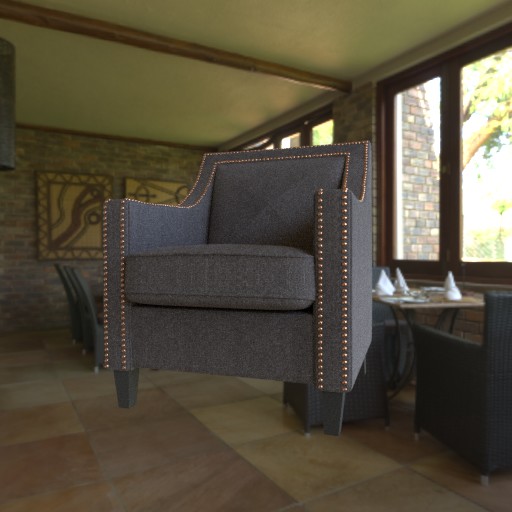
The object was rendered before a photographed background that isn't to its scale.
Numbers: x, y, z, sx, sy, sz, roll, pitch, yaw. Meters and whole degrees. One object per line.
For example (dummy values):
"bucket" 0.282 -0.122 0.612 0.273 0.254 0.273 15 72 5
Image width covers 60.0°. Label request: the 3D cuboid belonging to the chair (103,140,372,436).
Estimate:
"chair" 0.000 0.000 1.622 0.776 0.967 0.884 0 0 19
